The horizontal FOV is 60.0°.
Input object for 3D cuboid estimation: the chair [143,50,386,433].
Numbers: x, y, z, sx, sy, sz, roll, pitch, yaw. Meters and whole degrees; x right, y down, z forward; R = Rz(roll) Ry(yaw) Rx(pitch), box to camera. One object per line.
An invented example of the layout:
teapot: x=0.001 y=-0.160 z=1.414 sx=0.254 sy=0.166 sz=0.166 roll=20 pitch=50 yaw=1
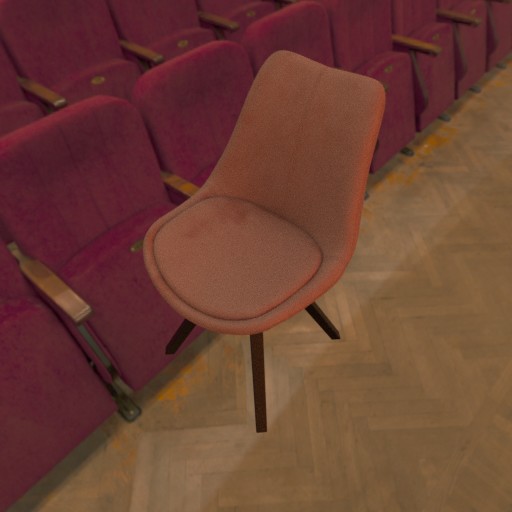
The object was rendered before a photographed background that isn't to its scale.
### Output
chair: x=0.000 y=0.000 z=1.192 sx=0.483 sy=0.865 sz=0.547 roll=32 pitch=54 yaw=27
